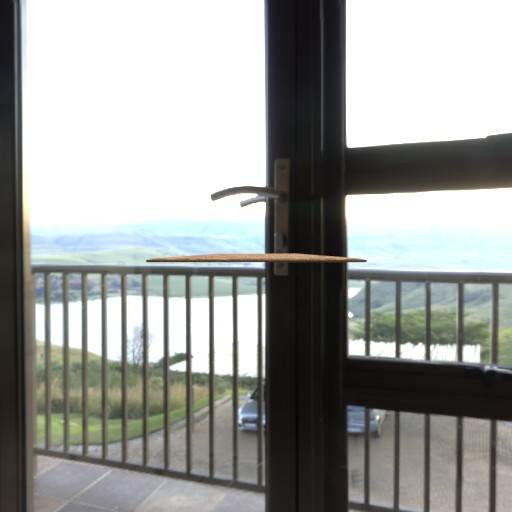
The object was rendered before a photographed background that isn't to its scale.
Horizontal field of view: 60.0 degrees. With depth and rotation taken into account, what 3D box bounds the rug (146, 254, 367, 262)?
[{"bbox_3d":[0.000,0.000,2.419,0.662,0.011,2.196,0,1,0],"label":"rug"}]
